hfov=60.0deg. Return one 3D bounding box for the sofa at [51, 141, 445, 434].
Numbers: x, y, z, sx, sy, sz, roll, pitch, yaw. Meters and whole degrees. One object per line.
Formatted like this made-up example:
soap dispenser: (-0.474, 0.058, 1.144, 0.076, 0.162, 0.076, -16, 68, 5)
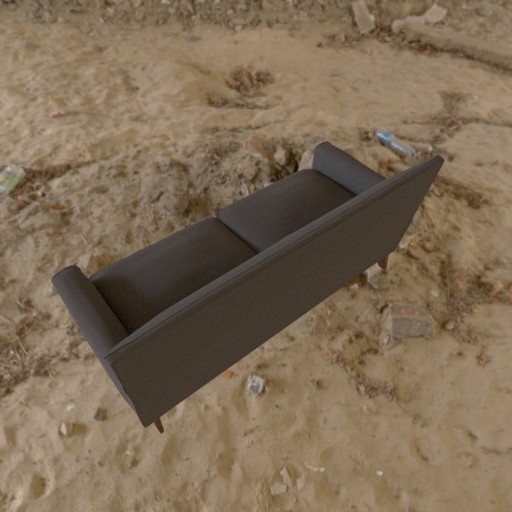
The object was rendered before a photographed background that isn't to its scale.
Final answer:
sofa: (0.000, 0.000, 2.509, 2.002, 0.907, 0.843, -31, 53, -26)
